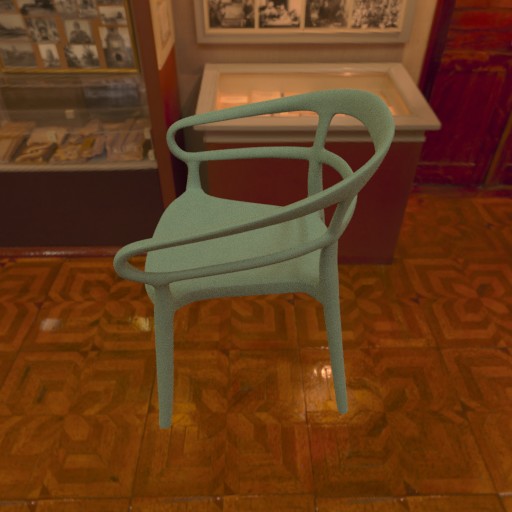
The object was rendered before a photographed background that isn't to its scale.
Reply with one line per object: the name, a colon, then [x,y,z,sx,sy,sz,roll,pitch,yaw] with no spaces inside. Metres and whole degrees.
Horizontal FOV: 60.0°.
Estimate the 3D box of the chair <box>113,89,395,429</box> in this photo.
chair: [0.000,0.000,1.118,0.527,0.761,0.559,1,39,1]
